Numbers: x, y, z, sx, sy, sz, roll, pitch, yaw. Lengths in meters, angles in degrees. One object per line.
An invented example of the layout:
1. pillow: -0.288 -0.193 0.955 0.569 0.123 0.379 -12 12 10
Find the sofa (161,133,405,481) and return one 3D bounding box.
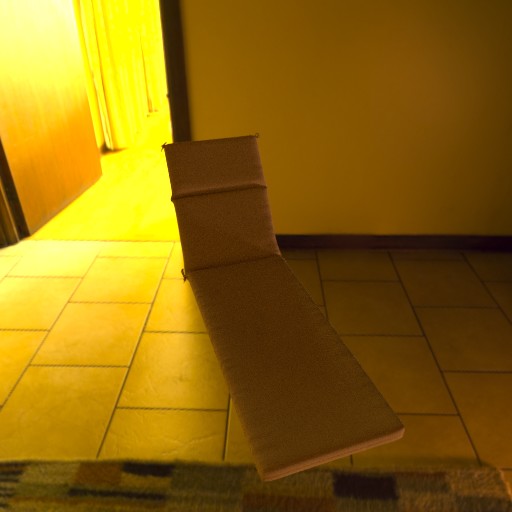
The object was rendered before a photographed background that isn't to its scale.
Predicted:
1. sofa: 0.000 0.000 1.957 0.582 0.622 1.663 -10 33 -16
